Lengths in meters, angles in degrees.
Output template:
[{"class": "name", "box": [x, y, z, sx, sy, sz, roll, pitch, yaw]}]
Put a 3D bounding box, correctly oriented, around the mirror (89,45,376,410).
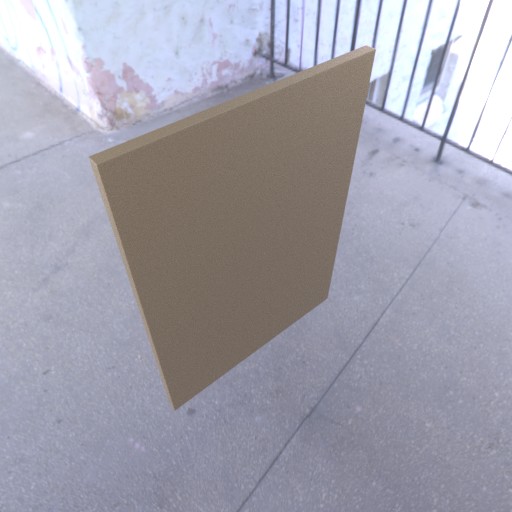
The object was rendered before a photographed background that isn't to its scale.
[{"class": "mirror", "box": [0.000, 0.000, 1.325, 0.756, 1.023, 0.032, -32, 55, -26]}]
